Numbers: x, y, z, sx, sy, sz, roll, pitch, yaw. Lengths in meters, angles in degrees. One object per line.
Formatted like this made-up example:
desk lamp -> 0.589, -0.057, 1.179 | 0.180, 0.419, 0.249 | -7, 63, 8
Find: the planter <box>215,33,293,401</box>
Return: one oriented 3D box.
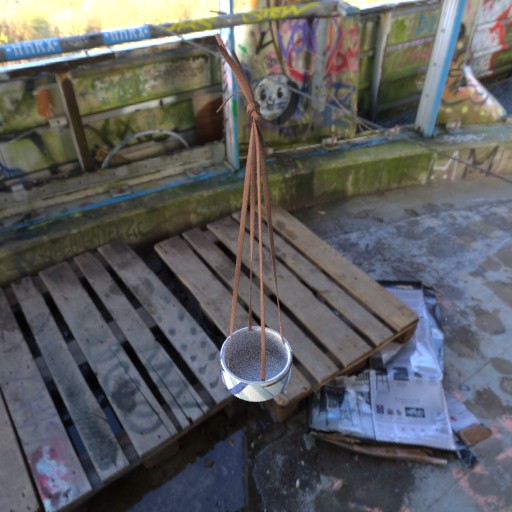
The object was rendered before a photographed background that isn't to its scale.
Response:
planter -> 0.000, 0.000, 0.819 | 0.166, 0.751, 0.166 | -24, 45, -26
